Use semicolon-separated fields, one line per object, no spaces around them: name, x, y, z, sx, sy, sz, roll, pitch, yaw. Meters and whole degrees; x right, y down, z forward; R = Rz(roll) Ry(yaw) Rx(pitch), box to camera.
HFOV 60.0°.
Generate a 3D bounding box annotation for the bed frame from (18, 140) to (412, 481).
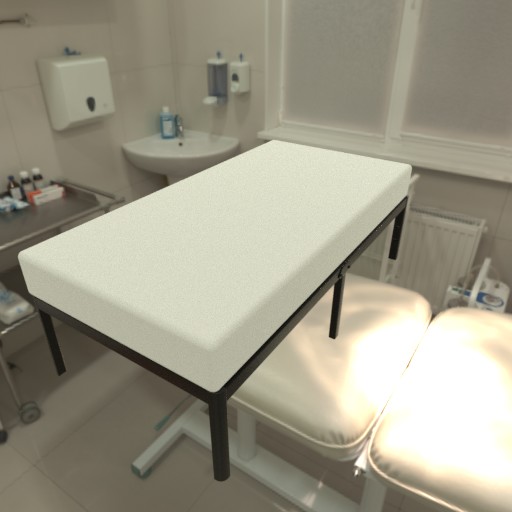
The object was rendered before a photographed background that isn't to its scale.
bed frame;0.000;0.000;2.384;1.023;0.659;1.950;19;35;29
